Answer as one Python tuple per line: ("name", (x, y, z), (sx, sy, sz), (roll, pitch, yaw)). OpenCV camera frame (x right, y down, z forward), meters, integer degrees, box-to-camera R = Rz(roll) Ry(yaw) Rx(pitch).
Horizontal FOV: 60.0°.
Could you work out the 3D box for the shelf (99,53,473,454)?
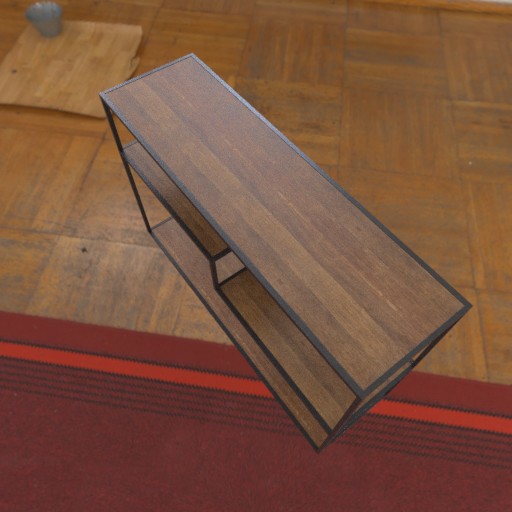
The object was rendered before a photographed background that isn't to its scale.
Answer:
("shelf", (0.000, 0.000, 1.542), (0.361, 0.765, 1.201), (-33, 64, -18))
